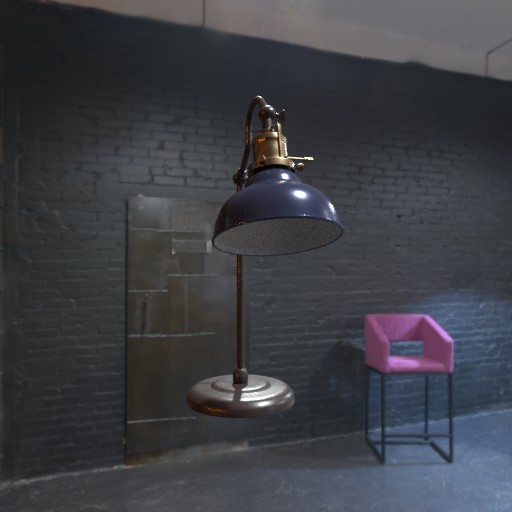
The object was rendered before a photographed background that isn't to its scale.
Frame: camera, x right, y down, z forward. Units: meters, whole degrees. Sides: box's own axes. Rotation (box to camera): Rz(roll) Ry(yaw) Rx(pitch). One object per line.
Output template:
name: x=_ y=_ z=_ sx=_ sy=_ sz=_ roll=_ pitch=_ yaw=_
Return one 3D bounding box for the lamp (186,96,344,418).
lamp: x=0.000 y=0.000 z=0.707 sx=0.192 sy=0.508 sz=0.374 roll=0 pitch=-1 yaw=-18
